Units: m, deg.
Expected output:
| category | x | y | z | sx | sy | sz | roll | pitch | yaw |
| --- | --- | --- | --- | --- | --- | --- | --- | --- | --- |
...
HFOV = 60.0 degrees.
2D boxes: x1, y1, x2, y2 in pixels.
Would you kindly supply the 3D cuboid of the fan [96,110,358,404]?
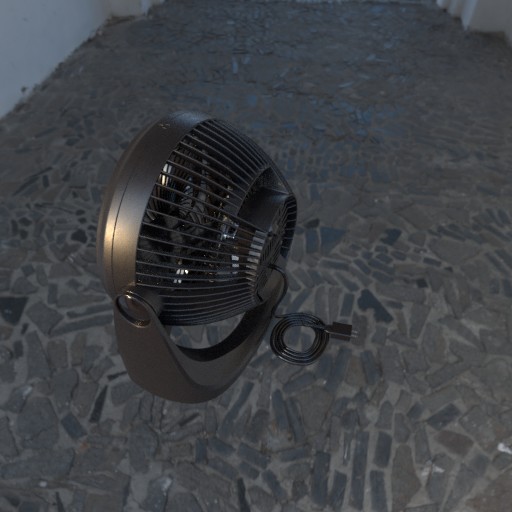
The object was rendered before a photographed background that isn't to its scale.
| category | x | y | z | sx | sy | sz | roll | pitch | yaw |
| --- | --- | --- | --- | --- | --- | --- | --- | --- | --- |
| fan | 0.000 | 0.000 | 0.489 | 0.256 | 0.277 | 0.273 | 18 | 49 | 16 |
